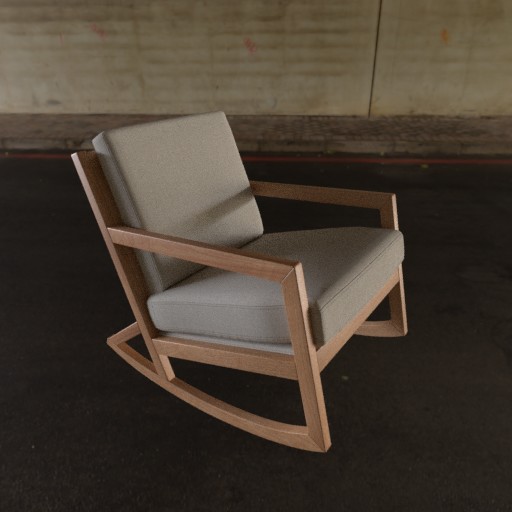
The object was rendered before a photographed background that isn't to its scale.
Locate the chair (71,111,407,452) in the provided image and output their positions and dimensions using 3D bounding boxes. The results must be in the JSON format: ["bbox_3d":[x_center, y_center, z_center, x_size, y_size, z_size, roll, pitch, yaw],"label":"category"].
[{"bbox_3d":[0.000,0.000,1.413,0.857,0.790,0.622,17,30,31],"label":"chair"}]
